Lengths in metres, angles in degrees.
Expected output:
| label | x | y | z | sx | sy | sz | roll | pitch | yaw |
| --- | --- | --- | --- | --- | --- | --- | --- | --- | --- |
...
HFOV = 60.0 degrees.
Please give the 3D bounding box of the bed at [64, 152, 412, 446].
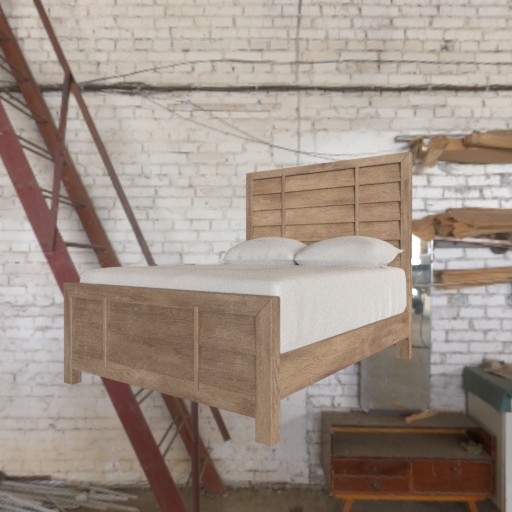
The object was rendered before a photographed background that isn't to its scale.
| label | x | y | z | sx | sy | sz | roll | pitch | yaw |
| --- | --- | --- | --- | --- | --- | --- | --- | --- | --- |
| bed | 0.000 | 0.000 | 3.189 | 1.615 | 1.631 | 2.017 | 0 | 1 | 36 |
